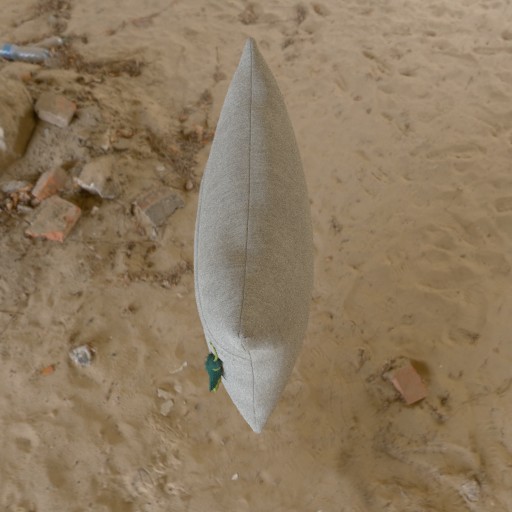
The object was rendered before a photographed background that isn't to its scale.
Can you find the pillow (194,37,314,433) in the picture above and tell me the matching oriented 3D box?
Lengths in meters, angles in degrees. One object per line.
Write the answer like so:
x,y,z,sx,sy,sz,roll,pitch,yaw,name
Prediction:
0.000,0.000,0.673,0.173,0.436,0.433,1,58,0,pillow
